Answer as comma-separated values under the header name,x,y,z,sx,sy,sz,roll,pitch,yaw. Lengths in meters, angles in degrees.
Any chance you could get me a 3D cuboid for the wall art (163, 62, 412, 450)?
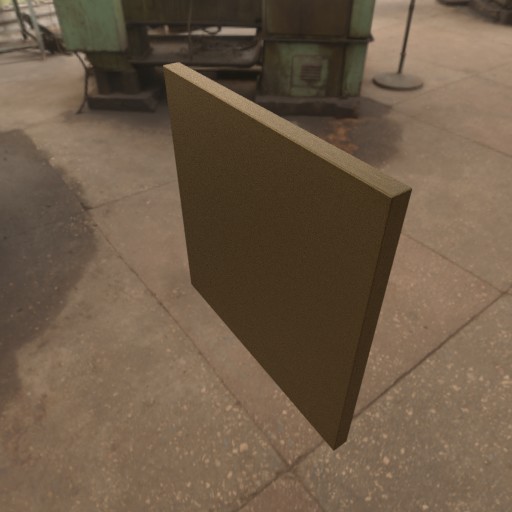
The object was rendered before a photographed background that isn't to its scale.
name,x,y,z,sx,sy,sz,roll,pitch,yaw
wall art,0.000,0.000,0.756,0.031,0.506,0.503,-24,46,-26
